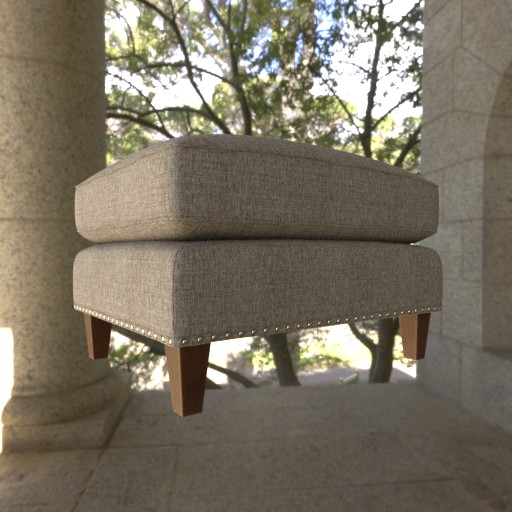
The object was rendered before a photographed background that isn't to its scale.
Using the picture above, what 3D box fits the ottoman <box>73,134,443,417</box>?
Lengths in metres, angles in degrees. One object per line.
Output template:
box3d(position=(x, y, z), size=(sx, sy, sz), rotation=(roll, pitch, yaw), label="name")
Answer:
box3d(position=(0.000, 0.000, 1.114), size=(0.741, 0.513, 0.584), rotation=(0, 0, -36), label="ottoman")
